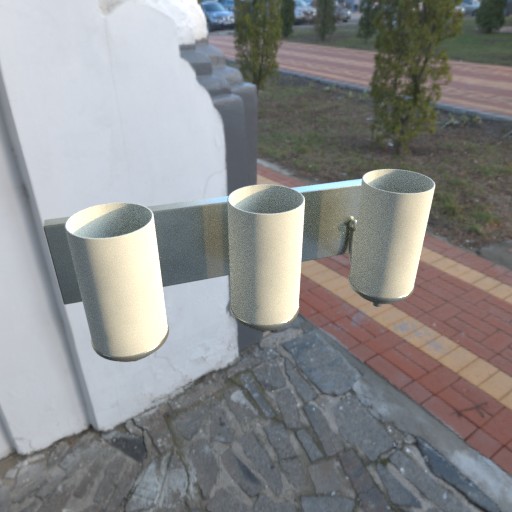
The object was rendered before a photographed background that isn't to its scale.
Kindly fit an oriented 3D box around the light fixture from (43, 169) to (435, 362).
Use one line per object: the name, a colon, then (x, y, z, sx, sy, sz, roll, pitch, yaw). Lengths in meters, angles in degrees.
light fixture: (0.000, 0.000, 0.524, 0.451, 0.172, 0.145, -10, 31, -16)
